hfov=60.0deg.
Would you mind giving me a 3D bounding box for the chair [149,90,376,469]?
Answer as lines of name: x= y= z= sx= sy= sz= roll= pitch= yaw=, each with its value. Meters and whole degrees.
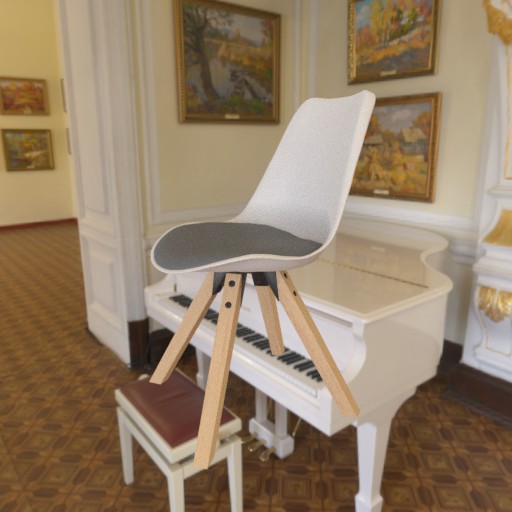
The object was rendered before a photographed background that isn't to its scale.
chair: x=0.000 y=0.000 z=1.202 sx=0.550 sy=0.850 sz=0.485 roll=-7 pitch=16 yaw=-26
